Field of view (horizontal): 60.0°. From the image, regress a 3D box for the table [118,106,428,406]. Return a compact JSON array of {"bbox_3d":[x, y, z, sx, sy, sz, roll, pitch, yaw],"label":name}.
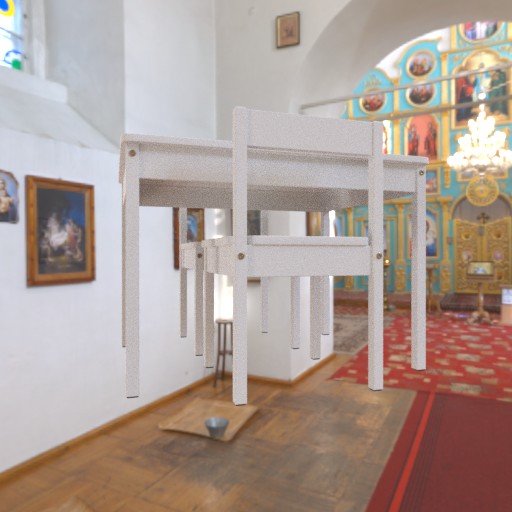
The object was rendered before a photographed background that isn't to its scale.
[{"bbox_3d":[0.000,0.000,1.102,0.650,0.503,0.672,0,0,-18],"label":"table"}]
